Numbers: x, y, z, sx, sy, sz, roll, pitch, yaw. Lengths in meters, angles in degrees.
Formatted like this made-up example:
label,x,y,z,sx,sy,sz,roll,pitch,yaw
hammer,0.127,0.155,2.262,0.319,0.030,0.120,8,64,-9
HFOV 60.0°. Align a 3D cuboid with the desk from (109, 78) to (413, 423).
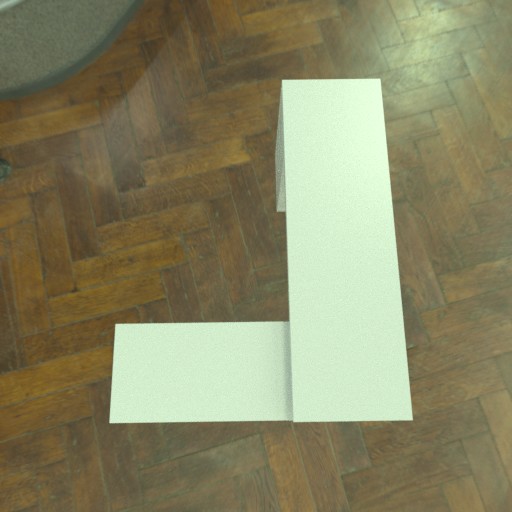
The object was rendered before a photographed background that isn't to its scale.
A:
label,x,y,z,sx,sy,sz,roll,pitch,yaw
desk,0.000,0.000,2.273,1.200,0.753,1.524,-1,76,0
